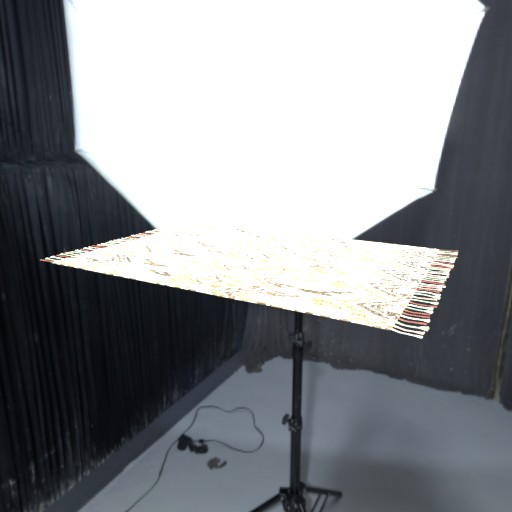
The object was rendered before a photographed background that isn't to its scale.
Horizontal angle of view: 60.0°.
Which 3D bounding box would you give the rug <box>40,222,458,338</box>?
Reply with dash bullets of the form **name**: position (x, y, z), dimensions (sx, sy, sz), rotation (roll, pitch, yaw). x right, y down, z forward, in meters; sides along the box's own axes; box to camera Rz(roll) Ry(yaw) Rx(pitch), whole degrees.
- **rug**: position (0.000, 0.000, 2.278), dimensions (1.829, 0.008, 1.219), rotation (8, 17, 28)
